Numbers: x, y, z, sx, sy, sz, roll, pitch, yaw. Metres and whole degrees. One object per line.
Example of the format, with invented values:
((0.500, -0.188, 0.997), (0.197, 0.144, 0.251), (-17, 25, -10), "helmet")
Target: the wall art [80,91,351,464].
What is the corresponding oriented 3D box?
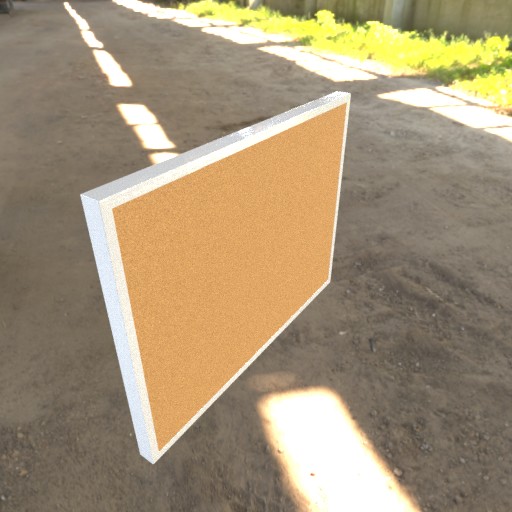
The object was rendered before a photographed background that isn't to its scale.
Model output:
((0.000, 0.000, 1.369), (0.053, 0.787, 1.041), (21, 38, 29), "wall art")
